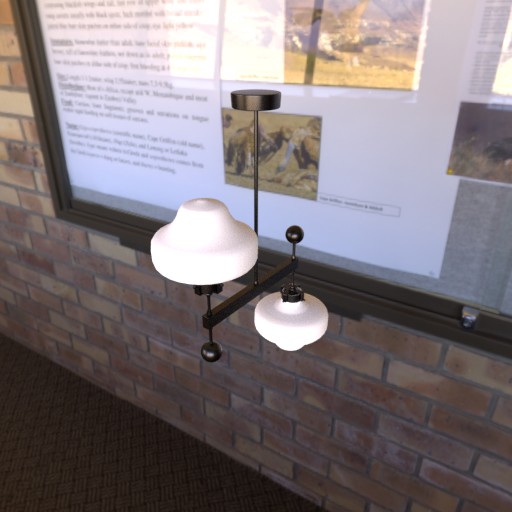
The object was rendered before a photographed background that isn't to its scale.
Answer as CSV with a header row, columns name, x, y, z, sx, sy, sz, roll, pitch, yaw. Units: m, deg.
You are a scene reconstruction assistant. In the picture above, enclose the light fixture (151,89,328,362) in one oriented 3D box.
name,x,y,z,sx,sy,sz,roll,pitch,yaw
light fixture,0.000,0.000,1.064,0.422,0.743,0.489,0,26,0
